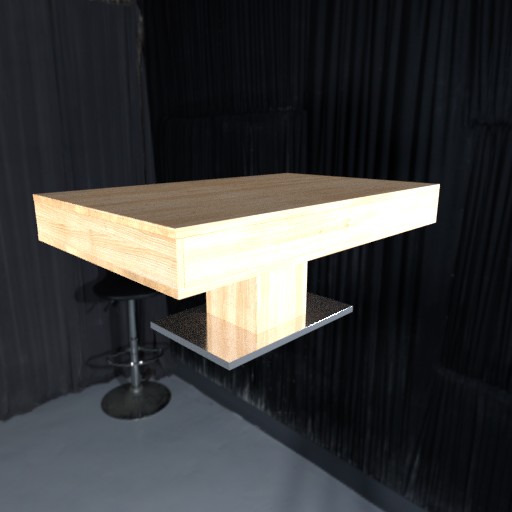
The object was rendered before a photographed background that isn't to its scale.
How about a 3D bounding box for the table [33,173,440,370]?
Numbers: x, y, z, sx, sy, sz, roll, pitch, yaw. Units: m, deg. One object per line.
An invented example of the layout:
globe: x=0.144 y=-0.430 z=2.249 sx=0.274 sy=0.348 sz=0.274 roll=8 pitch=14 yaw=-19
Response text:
table: x=0.000 y=0.000 z=1.456 sx=1.100 sy=0.440 sz=0.700 roll=-14 pitch=21 yaw=-43
